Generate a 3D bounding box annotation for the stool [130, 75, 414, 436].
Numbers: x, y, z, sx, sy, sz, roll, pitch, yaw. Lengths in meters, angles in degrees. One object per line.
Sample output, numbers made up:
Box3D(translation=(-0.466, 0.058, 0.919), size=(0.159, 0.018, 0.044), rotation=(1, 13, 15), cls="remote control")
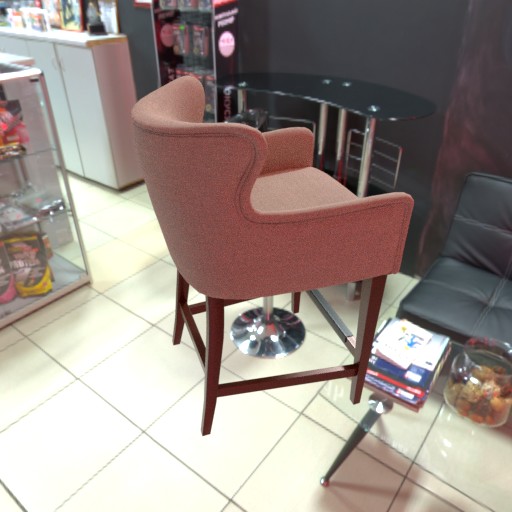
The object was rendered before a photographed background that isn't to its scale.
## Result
Box3D(translation=(0.000, 0.000, 1.390), size=(0.637, 0.987, 0.615), rotation=(-11, 34, -16), cls="stool")
